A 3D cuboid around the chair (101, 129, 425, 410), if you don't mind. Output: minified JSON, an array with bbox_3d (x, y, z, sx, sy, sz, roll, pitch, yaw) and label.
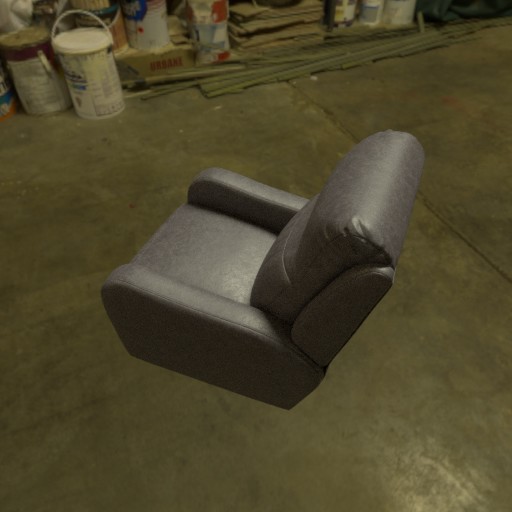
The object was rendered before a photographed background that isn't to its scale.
[{"bbox_3d":[0.000,0.000,1.825,1.067,1.067,0.865,16,47,16],"label":"chair"}]
